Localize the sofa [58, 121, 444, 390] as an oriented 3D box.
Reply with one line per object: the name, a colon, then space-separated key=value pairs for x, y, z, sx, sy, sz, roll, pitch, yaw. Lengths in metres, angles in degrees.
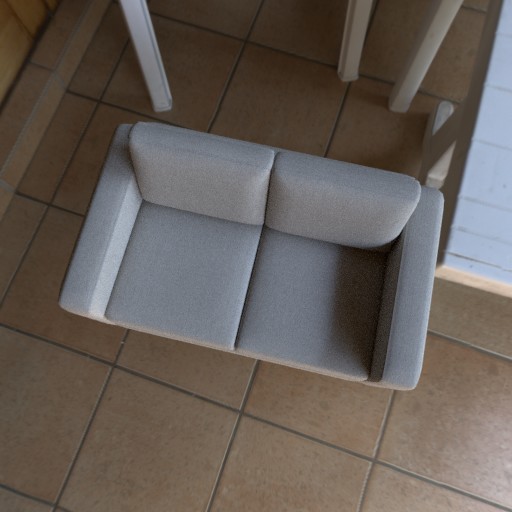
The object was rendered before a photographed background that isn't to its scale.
sofa: x=0.000 y=0.000 z=2.073 sx=1.540 sy=0.800 sz=0.900 roll=13 pitch=76 yaw=3
